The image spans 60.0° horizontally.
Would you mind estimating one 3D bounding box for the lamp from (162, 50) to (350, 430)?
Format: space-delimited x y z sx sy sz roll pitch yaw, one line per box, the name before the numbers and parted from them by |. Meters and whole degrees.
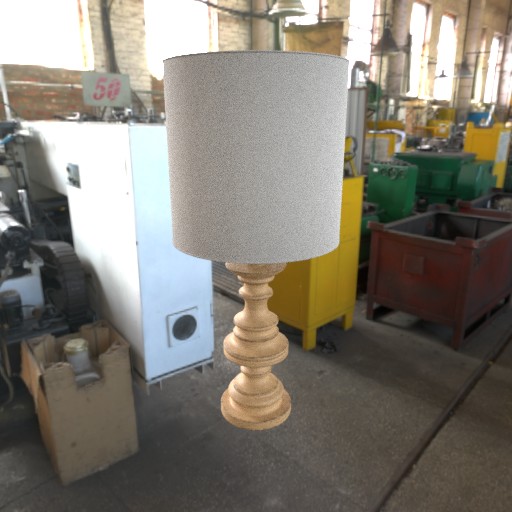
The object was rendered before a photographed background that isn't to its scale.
lamp | 0.000 0.000 0.569 0.208 0.455 0.208 3 18 8
